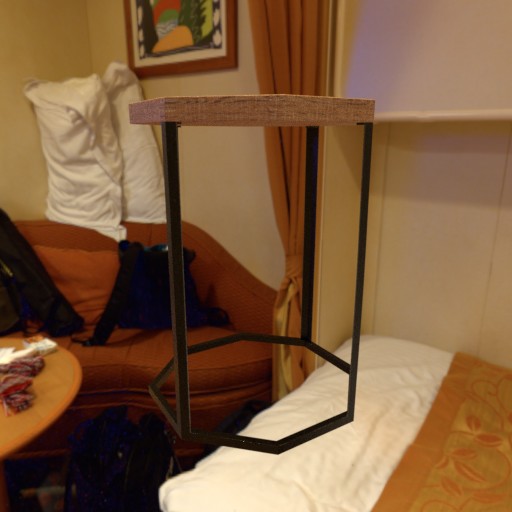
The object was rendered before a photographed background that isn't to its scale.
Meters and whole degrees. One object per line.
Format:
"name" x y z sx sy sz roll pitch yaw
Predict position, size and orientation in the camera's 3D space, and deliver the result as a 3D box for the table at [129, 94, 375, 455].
"table" 0.000 0.000 0.856 0.437 0.553 0.437 -3 16 -9
